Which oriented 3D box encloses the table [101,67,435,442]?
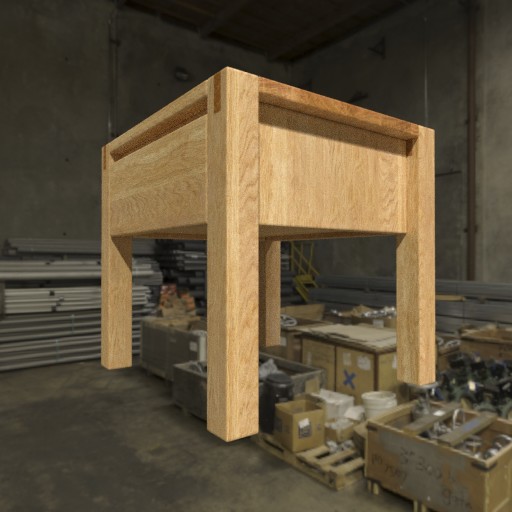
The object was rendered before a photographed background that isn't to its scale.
[{"bbox_3d":[0.000,0.000,0.852,0.440,0.450,0.480,0,-1,-36],"label":"table"}]
